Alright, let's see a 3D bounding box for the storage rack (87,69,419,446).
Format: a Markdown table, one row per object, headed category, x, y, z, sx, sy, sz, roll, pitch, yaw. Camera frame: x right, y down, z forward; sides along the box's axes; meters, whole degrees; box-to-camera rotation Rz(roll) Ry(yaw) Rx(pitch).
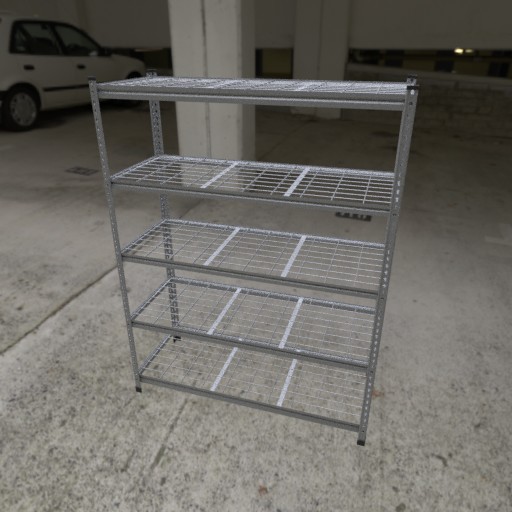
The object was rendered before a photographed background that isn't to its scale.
| category | x | y | z | sx | sy | sz | roll | pitch | yaw |
| --- | --- | --- | --- | --- | --- | --- | --- | --- | --- |
| storage rack | 0.000 | 0.000 | 2.626 | 1.524 | 1.981 | 0.610 | 8 | 27 | 15 |
